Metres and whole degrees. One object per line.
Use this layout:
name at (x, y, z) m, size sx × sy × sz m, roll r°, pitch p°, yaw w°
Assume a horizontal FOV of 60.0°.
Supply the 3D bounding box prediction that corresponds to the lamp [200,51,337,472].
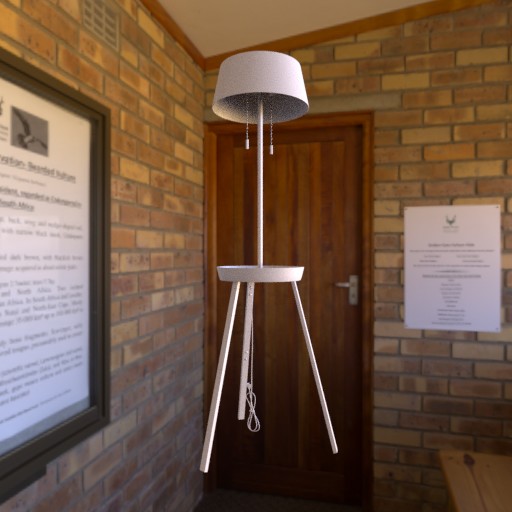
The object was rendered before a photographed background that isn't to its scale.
lamp at (0.000, 0.000, 1.723) m, size 0.508 × 1.429 × 0.468 m, roll 0°, pitch 0°, yaw -18°
